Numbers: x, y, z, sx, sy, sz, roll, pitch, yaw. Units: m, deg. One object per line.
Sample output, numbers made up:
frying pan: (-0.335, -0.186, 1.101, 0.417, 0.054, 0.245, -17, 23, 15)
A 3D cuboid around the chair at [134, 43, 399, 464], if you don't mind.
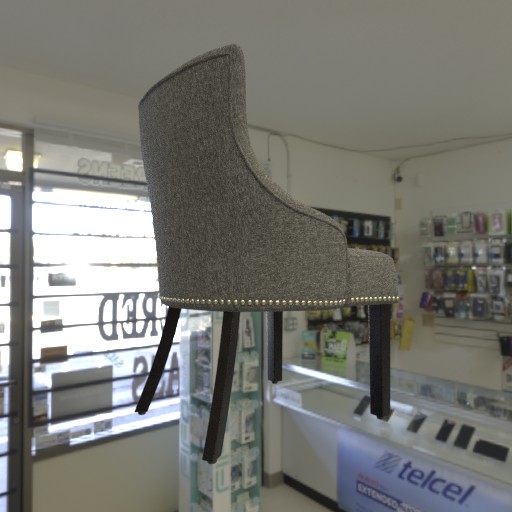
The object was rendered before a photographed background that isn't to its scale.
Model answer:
chair: (0.000, 0.000, 1.285, 0.629, 0.909, 0.566, 1, -2, -36)
